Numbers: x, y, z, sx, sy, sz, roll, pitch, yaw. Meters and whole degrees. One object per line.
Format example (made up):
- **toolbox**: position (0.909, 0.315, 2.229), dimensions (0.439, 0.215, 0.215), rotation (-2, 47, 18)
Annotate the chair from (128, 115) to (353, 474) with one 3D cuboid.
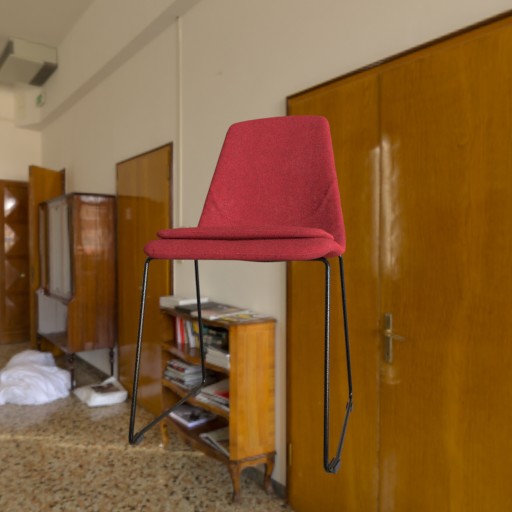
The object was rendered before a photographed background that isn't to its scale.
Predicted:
- **chair**: position (0.000, 0.000, 1.157), dimensions (0.479, 0.858, 0.518), rotation (0, 1, 16)
